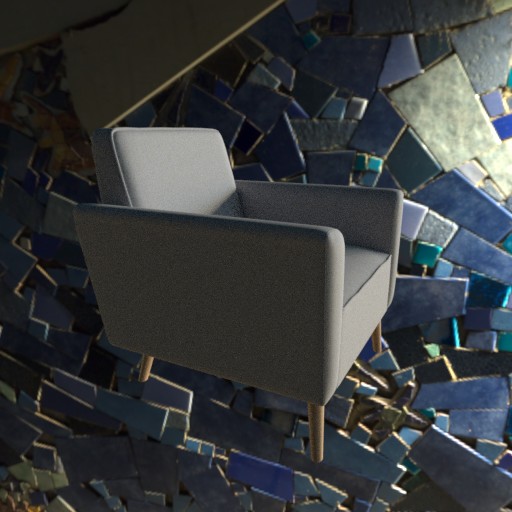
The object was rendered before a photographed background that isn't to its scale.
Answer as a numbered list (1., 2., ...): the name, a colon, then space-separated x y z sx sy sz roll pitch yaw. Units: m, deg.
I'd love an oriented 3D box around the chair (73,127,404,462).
1. chair: 0.000 0.000 1.394 0.750 0.780 0.780 8 17 27
